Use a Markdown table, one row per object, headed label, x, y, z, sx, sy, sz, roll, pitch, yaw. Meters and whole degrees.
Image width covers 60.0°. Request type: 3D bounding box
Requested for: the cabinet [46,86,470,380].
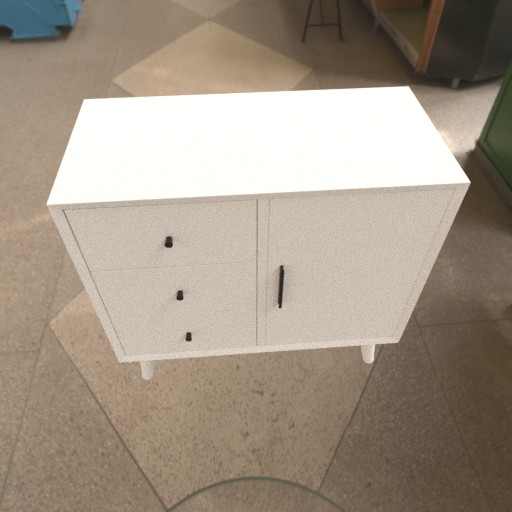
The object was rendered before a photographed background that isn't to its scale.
| label | x | y | z | sx | sy | sz | roll | pitch | yaw |
| --- | --- | --- | --- | --- | --- | --- | --- | --- | --- |
| cabinet | 0.000 | 0.000 | 1.239 | 0.800 | 0.761 | 0.398 | -3 | 48 | -3 |
